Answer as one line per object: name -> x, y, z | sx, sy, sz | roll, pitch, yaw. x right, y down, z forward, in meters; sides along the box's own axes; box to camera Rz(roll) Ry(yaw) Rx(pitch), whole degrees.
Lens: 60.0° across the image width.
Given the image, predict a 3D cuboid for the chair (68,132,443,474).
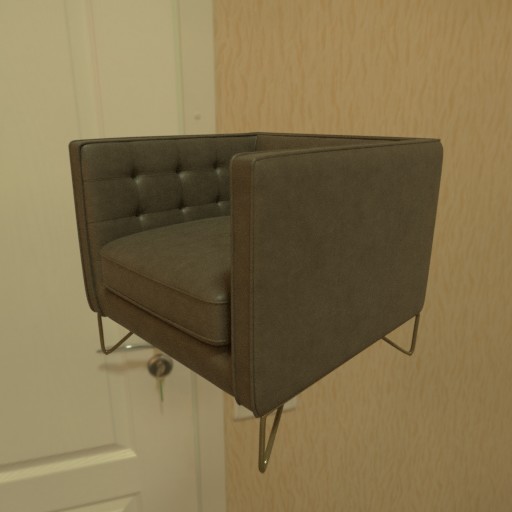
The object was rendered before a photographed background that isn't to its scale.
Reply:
chair -> 0.000, 0.000, 1.534 | 0.894, 0.790, 0.880 | -17, 24, -42
